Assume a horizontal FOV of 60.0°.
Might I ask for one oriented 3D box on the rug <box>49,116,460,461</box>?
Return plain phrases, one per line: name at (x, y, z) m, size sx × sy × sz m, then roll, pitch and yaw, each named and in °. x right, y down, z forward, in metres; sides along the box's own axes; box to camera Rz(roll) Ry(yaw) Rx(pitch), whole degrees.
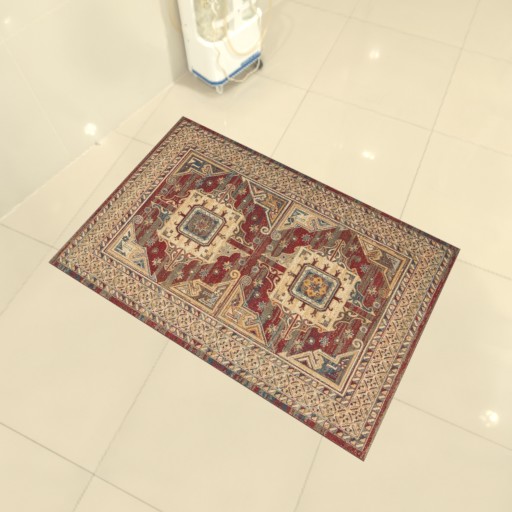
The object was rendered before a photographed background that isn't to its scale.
rug at (0.000, 0.000, 5.906) m, size 4.578 × 0.033 × 3.033 m, roll 29°, pitch 66°, yaw 14°
